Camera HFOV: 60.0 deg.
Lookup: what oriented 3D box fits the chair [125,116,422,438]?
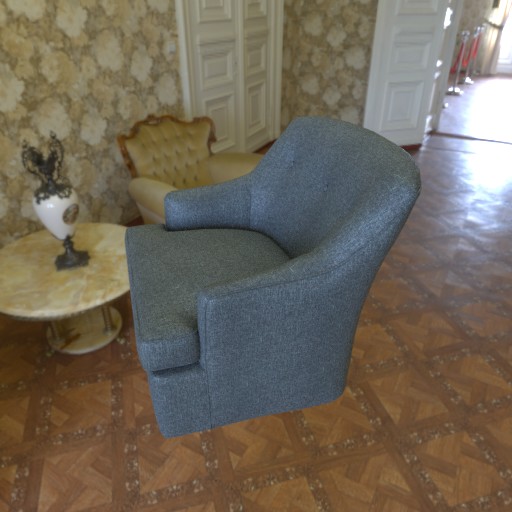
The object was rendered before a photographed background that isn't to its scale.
[{"bbox_3d":[0.000,0.000,1.639,0.923,0.856,0.864,-9,31,-15],"label":"chair"}]
